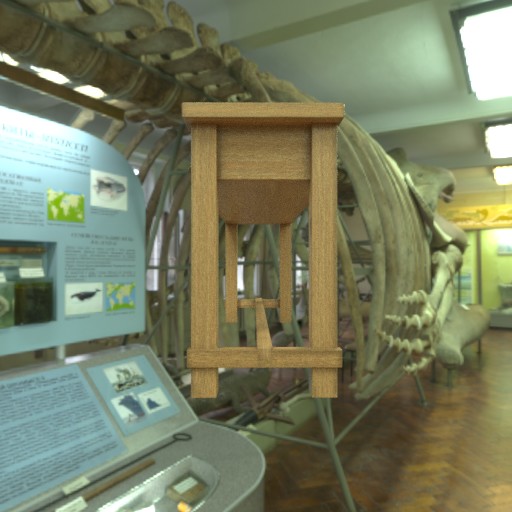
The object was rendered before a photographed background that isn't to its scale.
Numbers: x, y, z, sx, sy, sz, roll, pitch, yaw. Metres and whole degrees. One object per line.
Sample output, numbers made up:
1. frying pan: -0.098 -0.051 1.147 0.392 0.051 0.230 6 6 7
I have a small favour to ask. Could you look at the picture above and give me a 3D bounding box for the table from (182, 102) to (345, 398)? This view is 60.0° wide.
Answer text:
1. table: 0.000 0.000 1.916 0.442 0.762 1.599 0 -1 0
